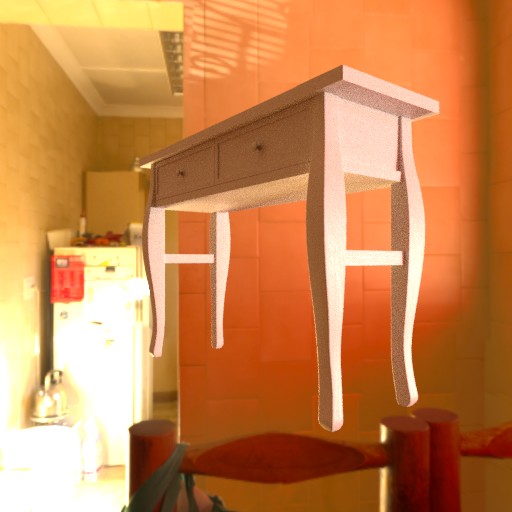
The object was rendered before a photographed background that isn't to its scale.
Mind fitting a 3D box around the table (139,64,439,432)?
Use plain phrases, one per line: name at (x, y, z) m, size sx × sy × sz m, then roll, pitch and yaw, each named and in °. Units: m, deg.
table at (0.000, 0.000, 1.428) m, size 0.373 × 0.768 × 1.062 m, roll 0°, pitch -1°, yaw -37°
